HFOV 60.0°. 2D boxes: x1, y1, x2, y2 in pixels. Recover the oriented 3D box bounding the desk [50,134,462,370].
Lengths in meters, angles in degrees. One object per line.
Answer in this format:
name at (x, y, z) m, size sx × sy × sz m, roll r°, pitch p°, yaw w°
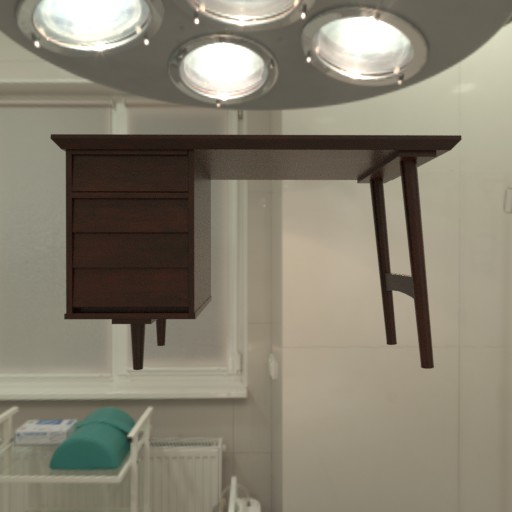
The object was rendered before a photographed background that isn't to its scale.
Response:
desk at (0.000, 0.000, 1.685) m, size 1.277 × 0.758 × 0.612 m, roll 0°, pitch 0°, yaw -1°
